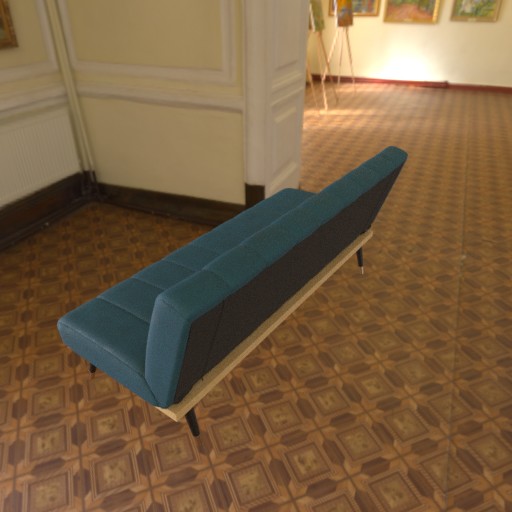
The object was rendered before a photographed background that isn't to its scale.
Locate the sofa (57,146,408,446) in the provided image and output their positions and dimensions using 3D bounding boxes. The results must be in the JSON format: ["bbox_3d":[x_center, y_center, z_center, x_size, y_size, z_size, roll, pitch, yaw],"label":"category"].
[{"bbox_3d":[0.000,0.000,2.283,0.830,0.825,1.810,21,37,30],"label":"sofa"}]
